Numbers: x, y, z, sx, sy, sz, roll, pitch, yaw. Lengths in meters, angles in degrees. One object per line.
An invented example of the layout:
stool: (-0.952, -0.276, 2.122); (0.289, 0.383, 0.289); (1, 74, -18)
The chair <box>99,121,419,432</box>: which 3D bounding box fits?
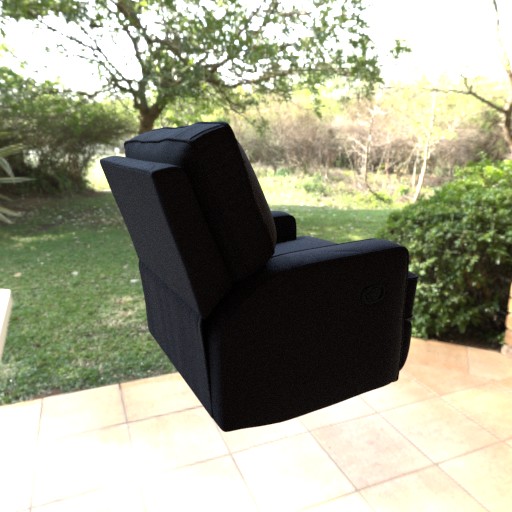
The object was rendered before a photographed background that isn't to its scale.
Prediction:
chair: (0.000, 0.000, 1.688); (0.964, 0.962, 0.861); (-8, 17, -27)
